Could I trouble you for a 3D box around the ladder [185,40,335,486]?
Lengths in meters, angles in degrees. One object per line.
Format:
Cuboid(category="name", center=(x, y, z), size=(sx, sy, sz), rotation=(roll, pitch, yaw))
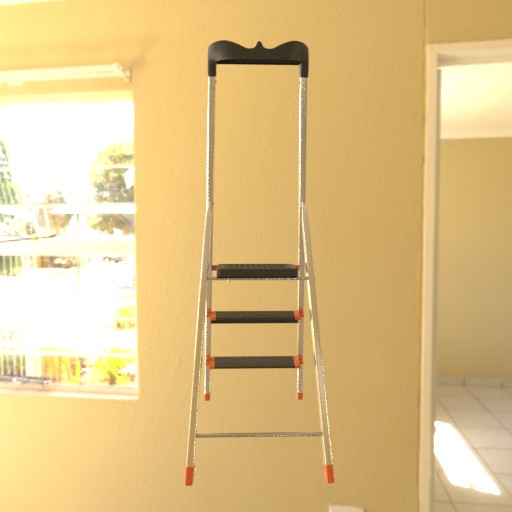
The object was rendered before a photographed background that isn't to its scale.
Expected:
Cuboid(category="ladder", center=(0.000, 0.000, 1.534), size=(0.416, 1.229, 0.686), rotation=(0, 2, -2))
